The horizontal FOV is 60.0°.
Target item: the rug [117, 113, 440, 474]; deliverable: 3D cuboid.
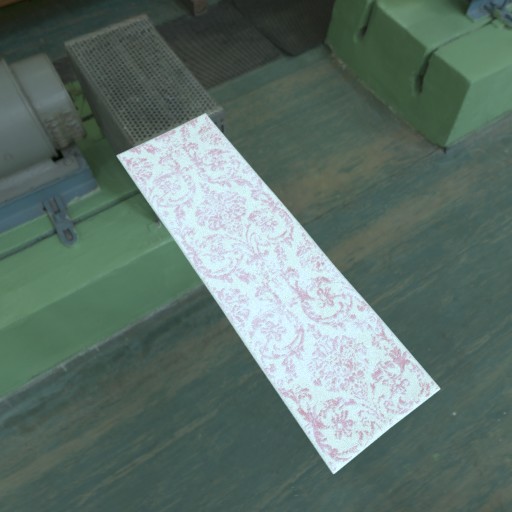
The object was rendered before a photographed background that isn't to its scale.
[{"bbox_3d":[0.000,0.000,2.475,0.662,0.011,2.196,-31,66,-15],"label":"rug"}]
